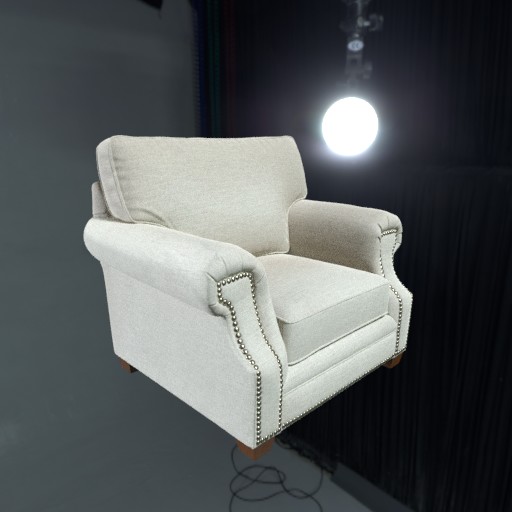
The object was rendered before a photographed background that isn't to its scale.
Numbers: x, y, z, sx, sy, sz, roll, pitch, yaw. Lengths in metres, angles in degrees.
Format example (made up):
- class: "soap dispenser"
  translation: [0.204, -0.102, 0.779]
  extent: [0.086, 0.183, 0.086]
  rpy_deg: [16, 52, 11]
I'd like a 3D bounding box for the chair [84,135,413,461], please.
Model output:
- class: "chair"
  translation: [0.000, 0.000, 1.823]
  extent: [1.092, 0.961, 0.965]
  rpy_deg: [-14, 20, -43]
